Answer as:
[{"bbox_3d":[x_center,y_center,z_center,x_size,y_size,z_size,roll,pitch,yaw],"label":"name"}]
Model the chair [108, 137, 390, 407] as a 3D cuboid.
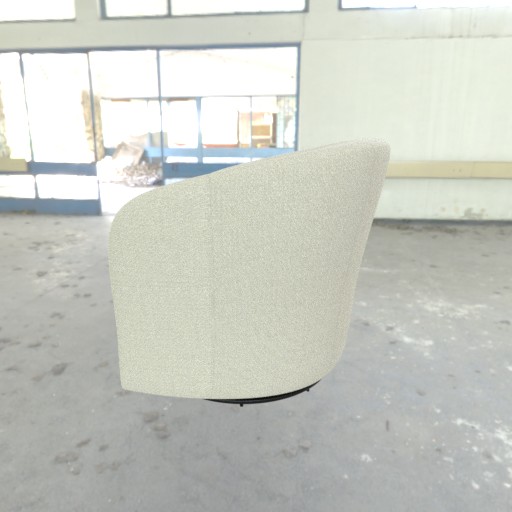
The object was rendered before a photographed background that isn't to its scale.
[{"bbox_3d":[0.000,0.000,1.492,0.815,0.771,0.791,2,15,8],"label":"chair"}]
